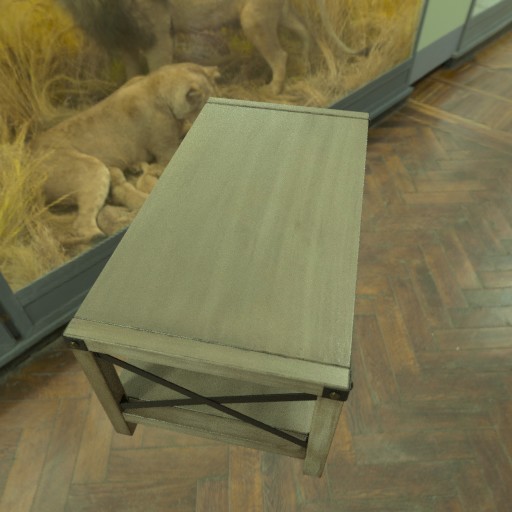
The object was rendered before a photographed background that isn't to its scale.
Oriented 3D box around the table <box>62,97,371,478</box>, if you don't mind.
[{"bbox_3d":[0.000,0.000,1.306,0.559,0.456,1.016,9,46,8],"label":"table"}]
